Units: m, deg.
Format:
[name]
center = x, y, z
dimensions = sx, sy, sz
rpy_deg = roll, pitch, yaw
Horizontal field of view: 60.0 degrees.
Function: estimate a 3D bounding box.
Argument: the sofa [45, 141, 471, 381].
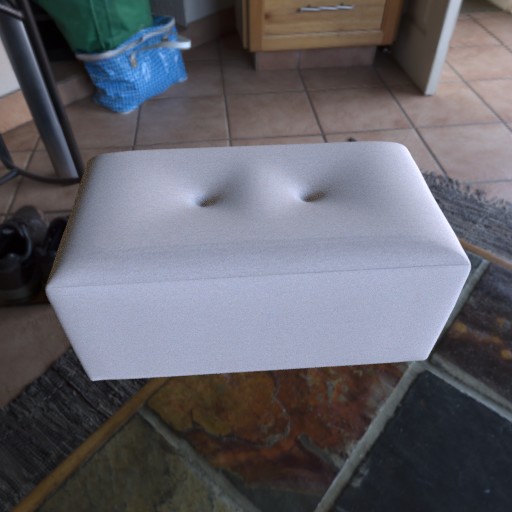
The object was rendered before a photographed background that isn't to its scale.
[sofa]
center = 0.000, 0.000, 1.213
dimensions = 0.930, 0.470, 0.480
rpy_deg = -3, 46, -3
